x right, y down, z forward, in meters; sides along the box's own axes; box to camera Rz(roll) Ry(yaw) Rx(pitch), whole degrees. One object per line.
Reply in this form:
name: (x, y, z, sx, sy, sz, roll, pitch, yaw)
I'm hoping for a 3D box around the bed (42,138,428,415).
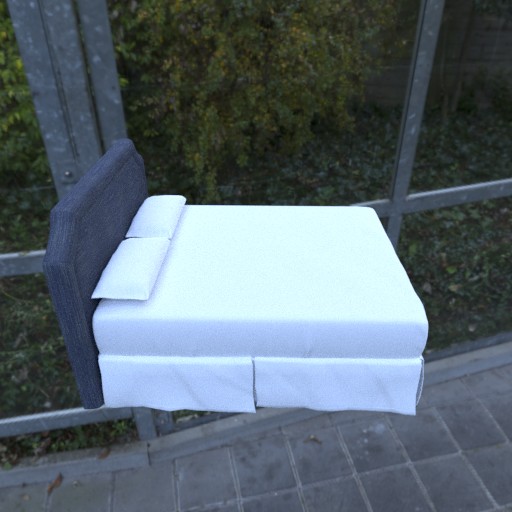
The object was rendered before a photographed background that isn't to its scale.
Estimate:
bed: (0.000, 0.000, 3.117, 2.116, 1.290, 1.693, 1, 31, 1)
